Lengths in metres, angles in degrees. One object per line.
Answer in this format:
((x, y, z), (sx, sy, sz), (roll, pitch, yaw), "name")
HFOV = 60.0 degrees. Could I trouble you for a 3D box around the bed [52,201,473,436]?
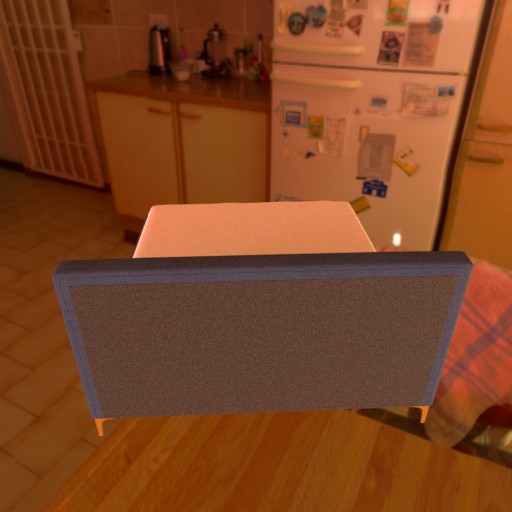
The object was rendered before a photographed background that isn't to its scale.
((0.000, 0.000, 3.414), (2.096, 1.231, 2.232), (-1, 31, -2), "bed")
